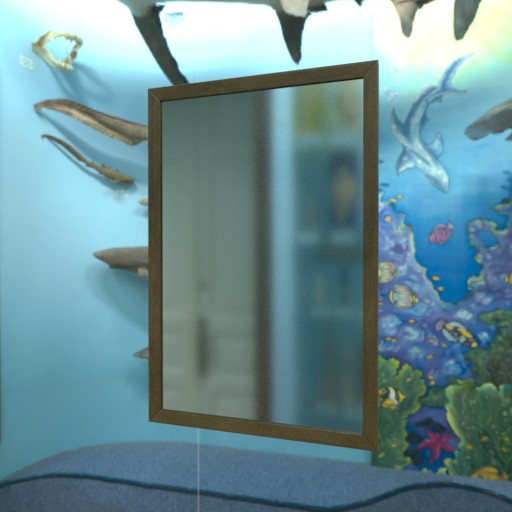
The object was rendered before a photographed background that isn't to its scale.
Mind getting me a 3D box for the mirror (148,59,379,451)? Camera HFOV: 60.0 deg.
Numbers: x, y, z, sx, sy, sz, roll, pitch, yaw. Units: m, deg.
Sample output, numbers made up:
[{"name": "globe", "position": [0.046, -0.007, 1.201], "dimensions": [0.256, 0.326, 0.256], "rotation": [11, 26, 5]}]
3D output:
[{"name": "mirror", "position": [0.000, 0.000, 1.144], "dimensions": [0.609, 0.915, 0.040], "rotation": [0, 1, 18]}]
